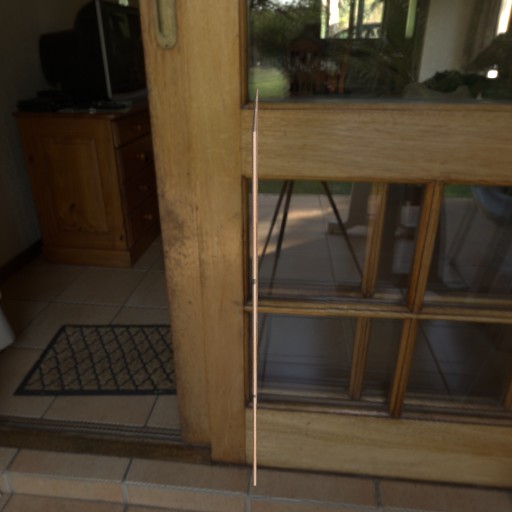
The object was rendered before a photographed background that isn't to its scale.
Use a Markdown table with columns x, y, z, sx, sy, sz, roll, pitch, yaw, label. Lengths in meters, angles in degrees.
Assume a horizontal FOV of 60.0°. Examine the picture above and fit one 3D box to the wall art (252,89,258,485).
| x | y | z | sx | sy | sz | roll | pitch | yaw | label |
| --- | --- | --- | --- | --- | --- | --- | --- | --- | --- |
| 0.000 | 0.000 | 2.320 | 0.013 | 1.525 | 1.520 | 0 | 25 | 0 | wall art |
